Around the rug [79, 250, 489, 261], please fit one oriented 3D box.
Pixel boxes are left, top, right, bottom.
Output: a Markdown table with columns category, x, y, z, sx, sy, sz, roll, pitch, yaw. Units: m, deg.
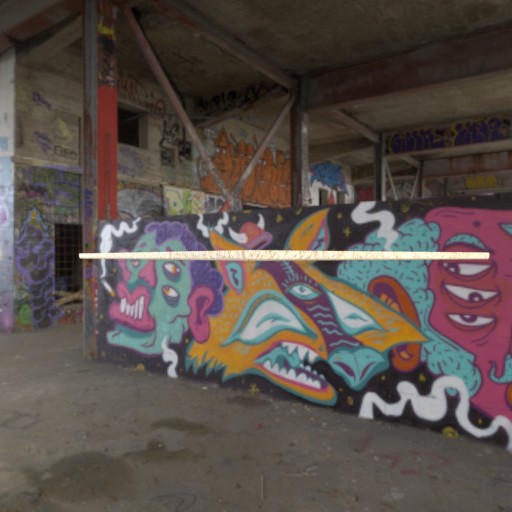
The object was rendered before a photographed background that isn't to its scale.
| category | x | y | z | sx | sy | sz | roll | pitch | yaw |
| --- | --- | --- | --- | --- | --- | --- | --- | --- | --- |
| rug | 0.000 | 0.000 | 2.083 | 1.200 | 0.027 | 1.600 | 0 | 0 | -36 |
